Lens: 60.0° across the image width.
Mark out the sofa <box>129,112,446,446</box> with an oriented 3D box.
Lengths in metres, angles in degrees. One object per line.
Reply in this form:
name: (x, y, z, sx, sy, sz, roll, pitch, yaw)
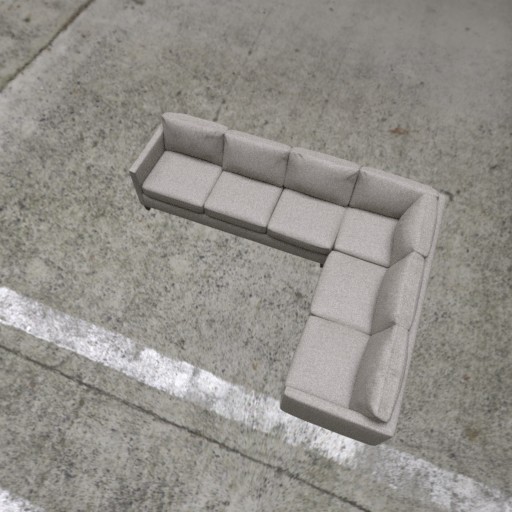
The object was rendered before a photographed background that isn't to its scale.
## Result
sofa: (0.000, 0.000, 4.528, 3.302, 0.947, 2.593, 19, 62, 11)
